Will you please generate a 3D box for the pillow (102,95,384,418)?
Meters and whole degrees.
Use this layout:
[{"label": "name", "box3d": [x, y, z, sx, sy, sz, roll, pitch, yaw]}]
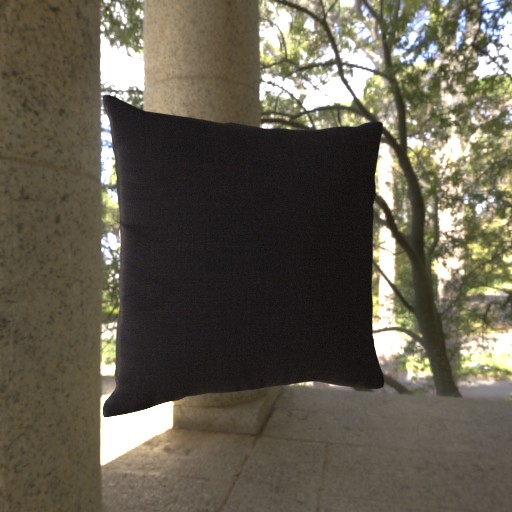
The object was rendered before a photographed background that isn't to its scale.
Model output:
[{"label": "pillow", "box3d": [0.000, 0.000, 0.657, 0.432, 0.432, 0.139, 0, 1, -17]}]
